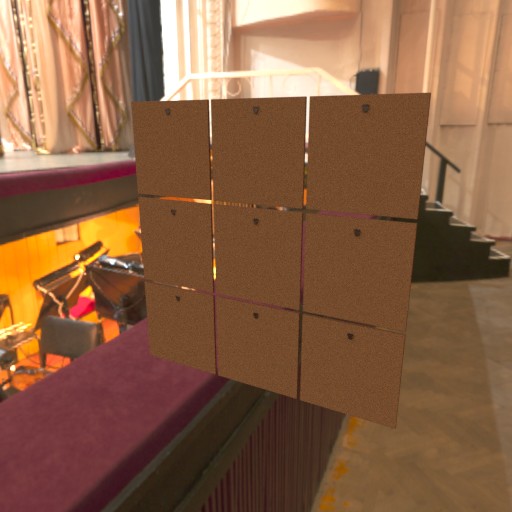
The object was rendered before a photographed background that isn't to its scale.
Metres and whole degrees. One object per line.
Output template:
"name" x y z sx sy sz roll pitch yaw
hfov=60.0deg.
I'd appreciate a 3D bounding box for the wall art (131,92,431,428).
"wall art" 0.000 0.000 2.278 1.533 1.532 0.019 9 19 27
